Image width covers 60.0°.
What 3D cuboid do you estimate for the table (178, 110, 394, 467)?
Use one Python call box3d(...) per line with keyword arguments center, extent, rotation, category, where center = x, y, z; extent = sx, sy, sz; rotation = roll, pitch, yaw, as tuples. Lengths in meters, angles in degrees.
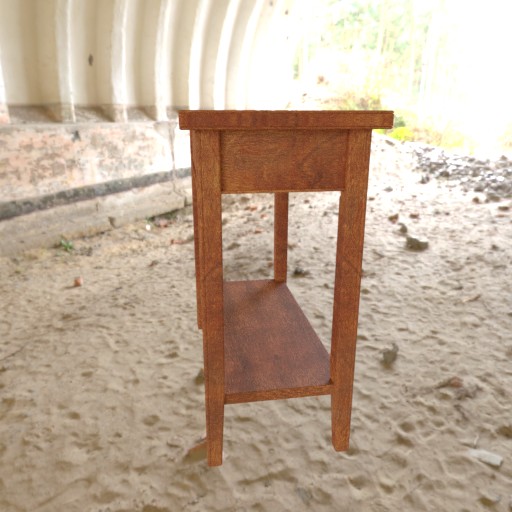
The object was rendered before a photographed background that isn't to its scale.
box3d(center=(0.000, 0.000, 0.987), extent=(0.305, 0.610, 0.610), rotation=(-3, 18, -9), category="table")
